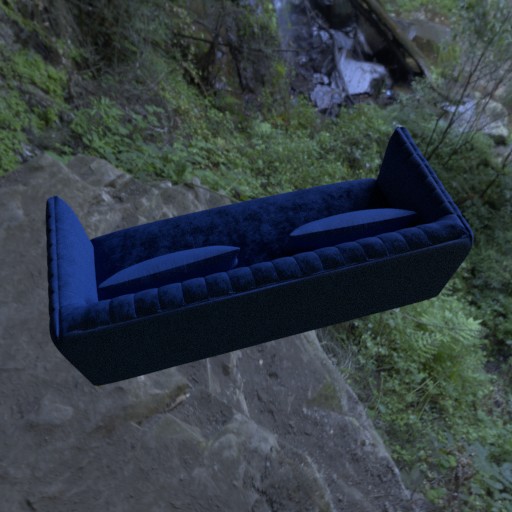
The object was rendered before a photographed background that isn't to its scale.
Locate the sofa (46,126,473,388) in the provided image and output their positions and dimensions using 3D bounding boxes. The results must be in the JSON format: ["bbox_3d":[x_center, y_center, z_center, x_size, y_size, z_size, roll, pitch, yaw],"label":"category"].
[{"bbox_3d":[0.000,0.000,2.569,2.136,0.793,0.896,-13,58,-8],"label":"sofa"}]
